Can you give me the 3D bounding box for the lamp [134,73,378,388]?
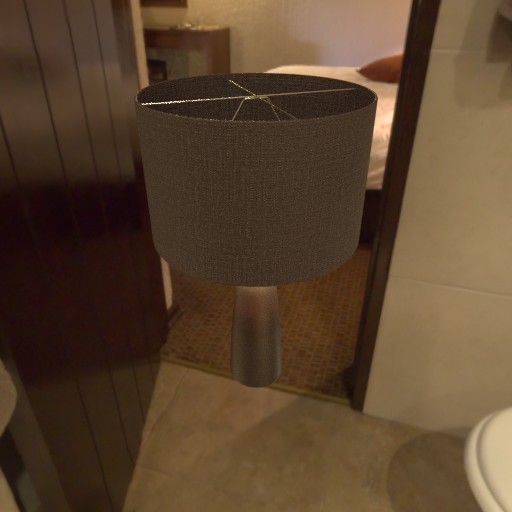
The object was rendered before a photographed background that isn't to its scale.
[{"bbox_3d":[0.000,0.000,0.690,0.303,0.488,0.303,0,31,0],"label":"lamp"}]
